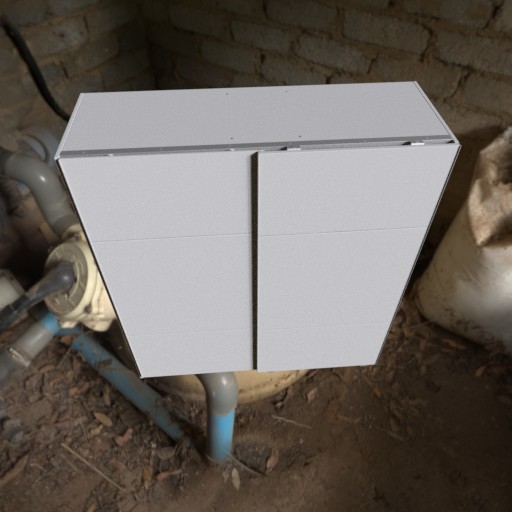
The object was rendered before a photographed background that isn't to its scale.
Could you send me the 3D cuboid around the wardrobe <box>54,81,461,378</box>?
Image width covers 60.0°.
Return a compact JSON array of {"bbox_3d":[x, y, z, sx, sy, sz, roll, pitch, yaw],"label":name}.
[{"bbox_3d":[0.000,0.000,2.843,1.780,1.960,0.629,-3,47,-3],"label":"wardrobe"}]
